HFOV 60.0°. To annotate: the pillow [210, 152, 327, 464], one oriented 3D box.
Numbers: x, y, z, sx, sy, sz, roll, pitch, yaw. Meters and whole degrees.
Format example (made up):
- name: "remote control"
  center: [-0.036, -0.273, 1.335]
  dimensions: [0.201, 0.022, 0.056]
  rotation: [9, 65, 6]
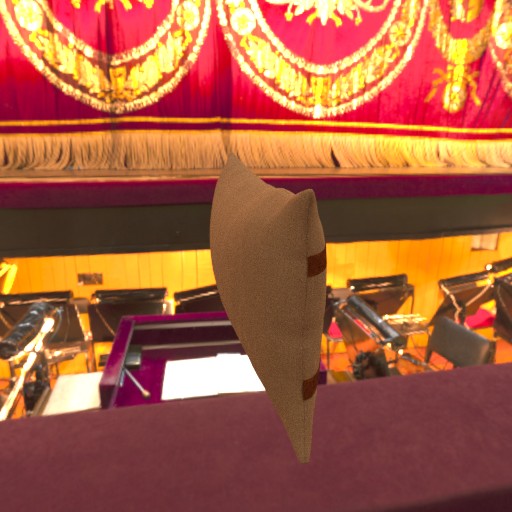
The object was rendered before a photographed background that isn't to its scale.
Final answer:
- name: "pillow"
  center: [0.000, 0.000, 0.735]
  dimensions: [0.148, 0.308, 0.612]
  rotation: [-3, 16, -10]
